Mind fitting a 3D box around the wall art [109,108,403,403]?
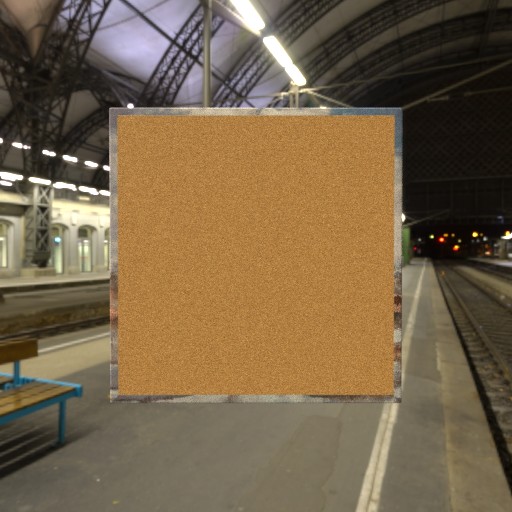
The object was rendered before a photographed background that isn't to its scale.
[{"bbox_3d":[0.000,0.000,1.362,0.888,0.897,0.035,0,1,0],"label":"wall art"}]
